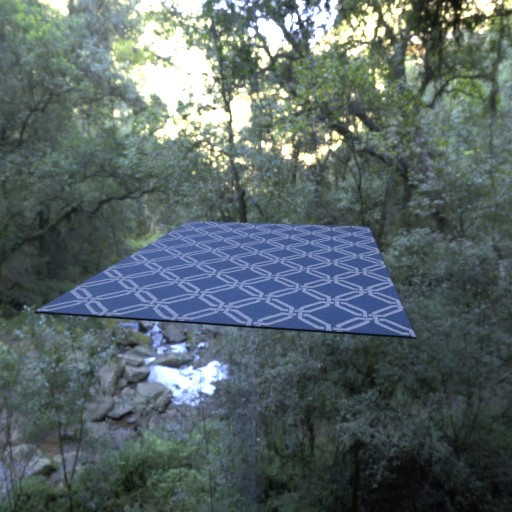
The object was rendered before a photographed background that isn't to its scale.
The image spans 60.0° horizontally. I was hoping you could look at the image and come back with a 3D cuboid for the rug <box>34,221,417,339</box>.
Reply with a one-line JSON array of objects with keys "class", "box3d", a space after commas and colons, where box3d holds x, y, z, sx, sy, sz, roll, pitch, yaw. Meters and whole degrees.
[{"class": "rug", "box3d": [0.000, 0.000, 4.332, 2.432, 0.018, 3.342, 2, 15, 9]}]
